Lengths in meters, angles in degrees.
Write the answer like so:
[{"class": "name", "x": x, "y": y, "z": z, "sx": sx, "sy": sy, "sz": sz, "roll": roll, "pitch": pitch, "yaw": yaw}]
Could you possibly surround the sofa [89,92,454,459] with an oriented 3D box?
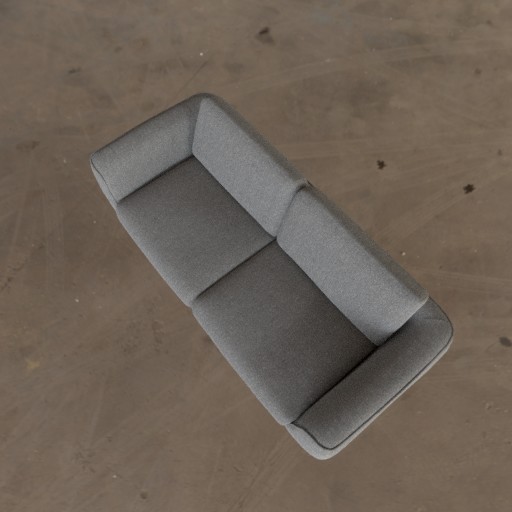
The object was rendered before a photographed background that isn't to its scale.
[{"class": "sofa", "x": 0.000, "y": 0.000, "z": 2.410, "sx": 0.920, "sy": 0.870, "sz": 2.000, "roll": -36, "pitch": 69, "yaw": -17}]
